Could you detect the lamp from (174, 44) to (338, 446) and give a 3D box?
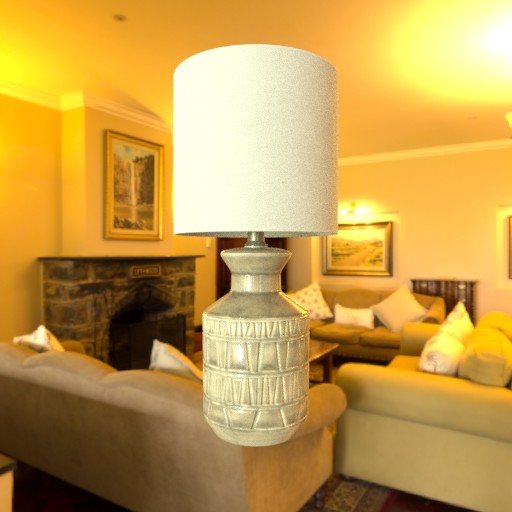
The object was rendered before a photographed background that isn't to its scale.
[{"bbox_3d":[0.000,0.000,0.580,0.211,0.455,0.211,0,1,-18],"label":"lamp"}]
